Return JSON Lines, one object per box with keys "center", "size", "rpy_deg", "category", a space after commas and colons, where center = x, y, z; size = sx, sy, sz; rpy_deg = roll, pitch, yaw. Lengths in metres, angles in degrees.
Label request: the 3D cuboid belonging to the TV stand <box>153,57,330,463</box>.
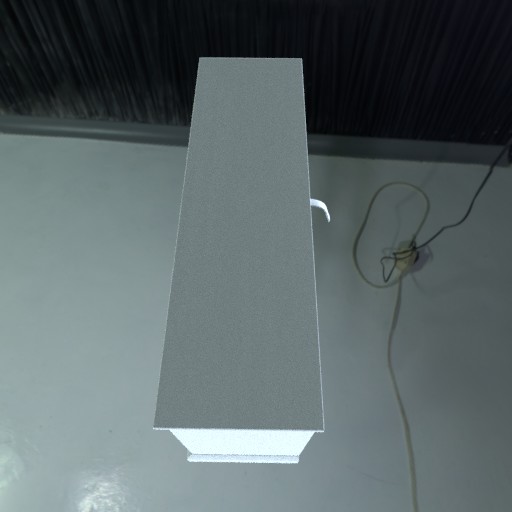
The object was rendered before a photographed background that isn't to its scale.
{"center": [0.000, 0.000, 1.461], "size": [0.424, 0.624, 1.187], "rpy_deg": [1, 59, 0], "category": "TV stand"}
